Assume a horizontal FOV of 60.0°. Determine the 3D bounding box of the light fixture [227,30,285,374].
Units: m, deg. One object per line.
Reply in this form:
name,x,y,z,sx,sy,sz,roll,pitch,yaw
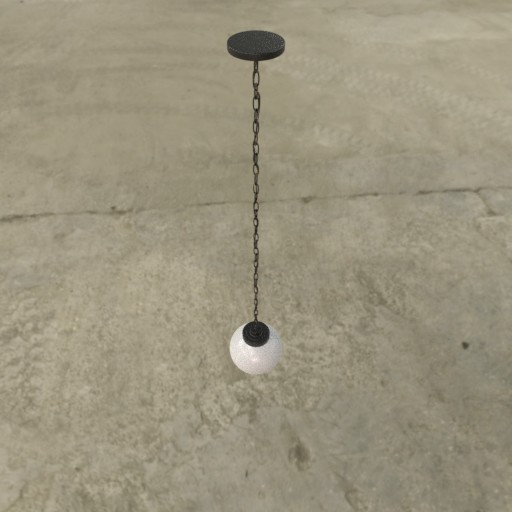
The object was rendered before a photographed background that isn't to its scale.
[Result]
light fixture,0.000,0.000,1.993,0.304,1.867,0.305,16,49,14
